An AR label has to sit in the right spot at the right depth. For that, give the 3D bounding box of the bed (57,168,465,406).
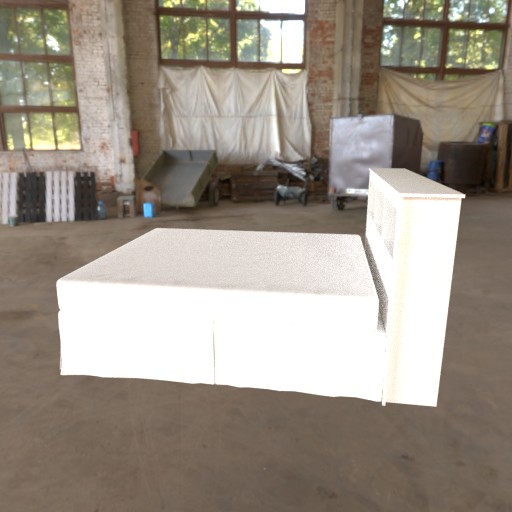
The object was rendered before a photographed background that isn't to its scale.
[{"bbox_3d":[0.000,0.000,3.044,2.133,1.092,1.671,2,15,9],"label":"bed"}]
